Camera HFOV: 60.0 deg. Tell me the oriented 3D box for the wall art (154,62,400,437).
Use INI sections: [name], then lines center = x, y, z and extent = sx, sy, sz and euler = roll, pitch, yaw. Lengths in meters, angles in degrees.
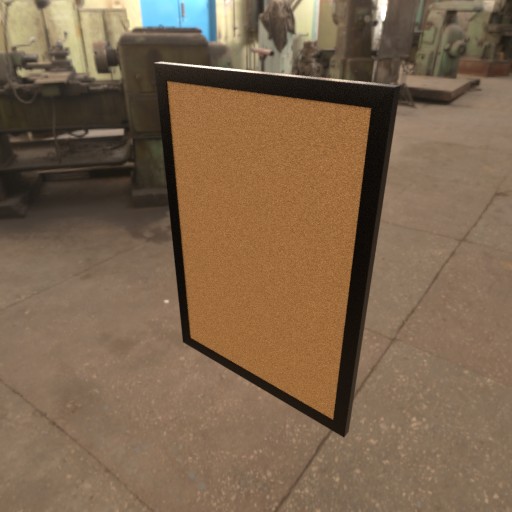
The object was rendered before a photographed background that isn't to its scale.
[wall art]
center = 0.000, 0.000, 0.850
extent = 0.462, 0.656, 0.019
euler = 21, 36, 33
